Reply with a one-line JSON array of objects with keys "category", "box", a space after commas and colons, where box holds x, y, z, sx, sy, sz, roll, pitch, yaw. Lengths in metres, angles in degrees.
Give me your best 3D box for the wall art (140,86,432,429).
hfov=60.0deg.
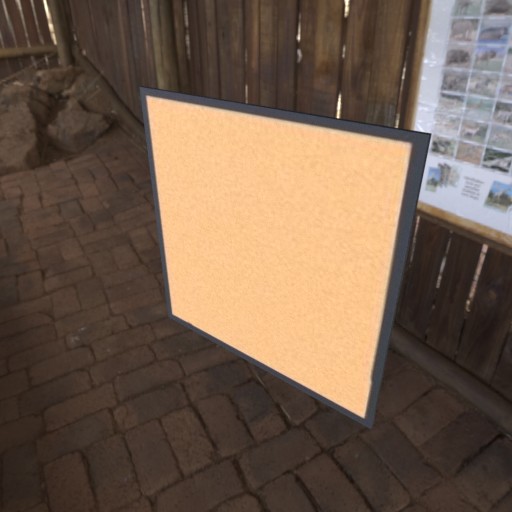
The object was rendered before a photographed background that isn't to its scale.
[{"category": "wall art", "box": [0.000, 0.000, 1.254, 0.823, 0.823, 0.013, 21, 37, 32]}]
